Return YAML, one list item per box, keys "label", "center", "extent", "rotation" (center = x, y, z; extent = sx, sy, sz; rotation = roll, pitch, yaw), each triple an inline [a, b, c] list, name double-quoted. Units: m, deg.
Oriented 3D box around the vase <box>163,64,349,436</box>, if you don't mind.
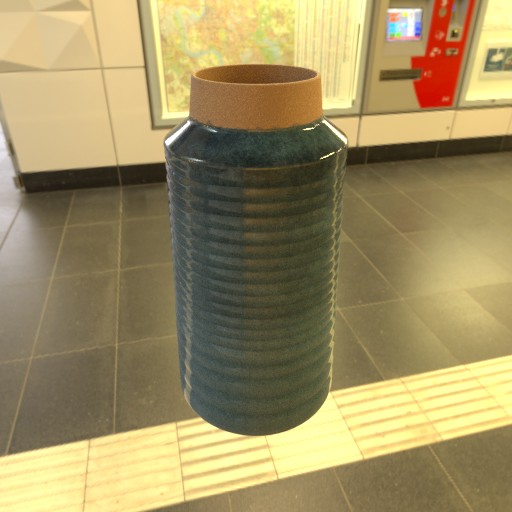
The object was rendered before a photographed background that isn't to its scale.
- label: "vase"
  center: [0.000, 0.000, 0.409]
  extent: [0.163, 0.316, 0.163]
  rotation: [0, 31, 0]
